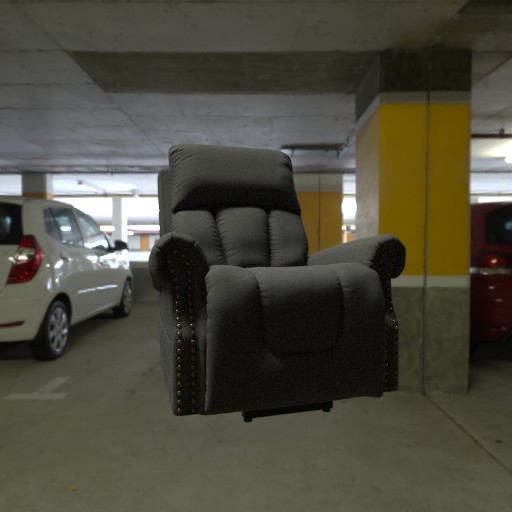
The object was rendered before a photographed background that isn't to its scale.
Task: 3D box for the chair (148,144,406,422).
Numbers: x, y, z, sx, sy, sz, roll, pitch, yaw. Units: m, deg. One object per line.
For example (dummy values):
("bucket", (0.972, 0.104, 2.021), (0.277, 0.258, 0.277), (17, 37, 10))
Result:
("chair", (0.000, 0.000, 1.764), (0.871, 1.031, 0.979), (0, 1, -18))
